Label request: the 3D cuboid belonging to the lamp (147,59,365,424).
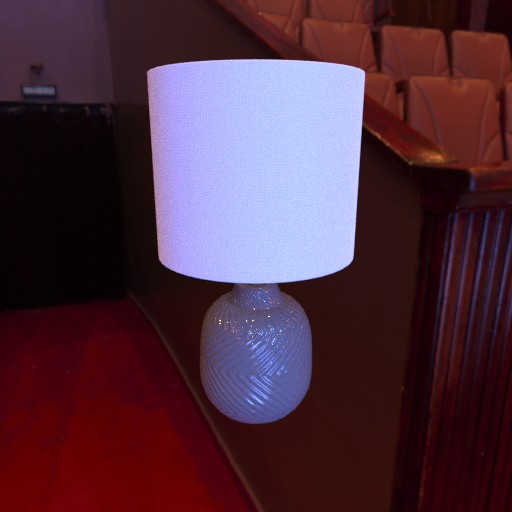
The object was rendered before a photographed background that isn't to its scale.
[{"bbox_3d":[0.000,0.000,0.482,0.207,0.366,0.207,-8,18,-25],"label":"lamp"}]
